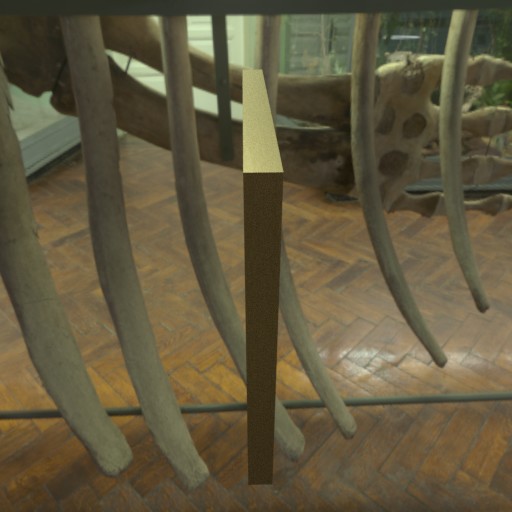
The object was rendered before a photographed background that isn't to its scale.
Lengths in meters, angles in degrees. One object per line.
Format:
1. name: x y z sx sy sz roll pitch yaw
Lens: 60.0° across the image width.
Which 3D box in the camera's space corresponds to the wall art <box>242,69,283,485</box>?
1. wall art: 0.000 0.000 0.759 0.037 0.509 0.510 -1 33 -1
